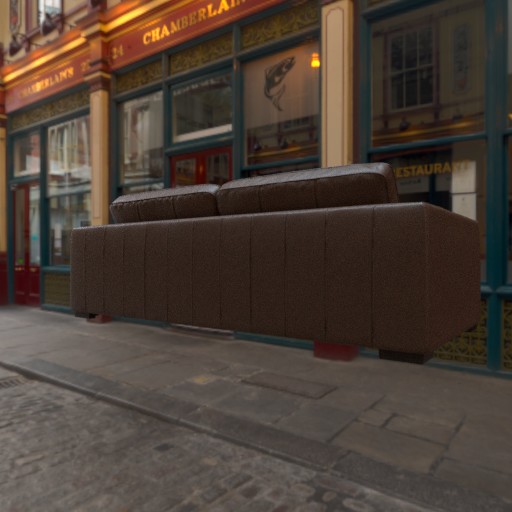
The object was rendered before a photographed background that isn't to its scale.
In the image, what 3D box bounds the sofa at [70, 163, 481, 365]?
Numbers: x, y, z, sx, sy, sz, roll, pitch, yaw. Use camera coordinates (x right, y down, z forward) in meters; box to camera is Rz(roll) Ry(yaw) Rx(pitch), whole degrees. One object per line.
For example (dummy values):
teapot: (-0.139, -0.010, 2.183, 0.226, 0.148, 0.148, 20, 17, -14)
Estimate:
sofa: (0.000, 0.000, 2.636, 2.262, 0.801, 1.070, 0, 0, 36)
